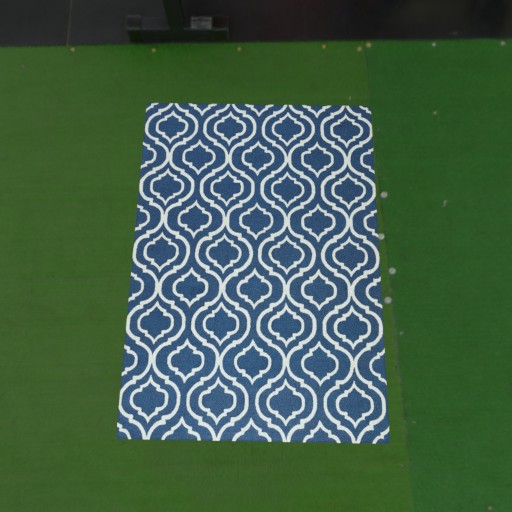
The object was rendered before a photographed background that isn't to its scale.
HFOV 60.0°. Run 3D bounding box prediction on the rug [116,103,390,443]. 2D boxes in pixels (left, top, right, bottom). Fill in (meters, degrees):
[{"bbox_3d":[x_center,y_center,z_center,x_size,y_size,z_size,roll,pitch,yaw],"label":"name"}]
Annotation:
[{"bbox_3d":[0.000,0.000,2.741,1.524,0.010,2.134,1,75,0],"label":"rug"}]
